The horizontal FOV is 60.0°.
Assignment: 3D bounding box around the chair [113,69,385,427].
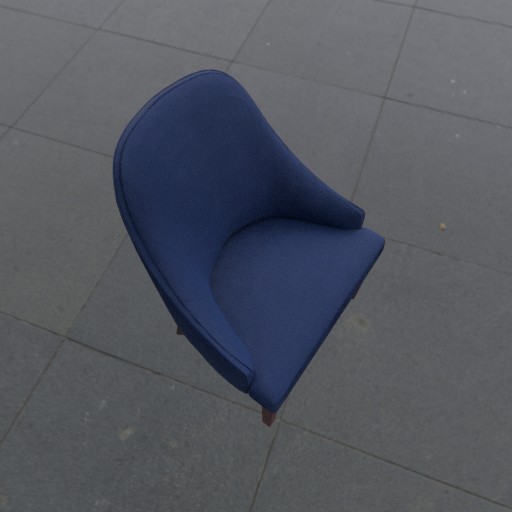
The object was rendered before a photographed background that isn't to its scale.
[{"bbox_3d":[0.000,0.000,1.299,0.575,0.889,0.643,31,64,17],"label":"chair"}]
